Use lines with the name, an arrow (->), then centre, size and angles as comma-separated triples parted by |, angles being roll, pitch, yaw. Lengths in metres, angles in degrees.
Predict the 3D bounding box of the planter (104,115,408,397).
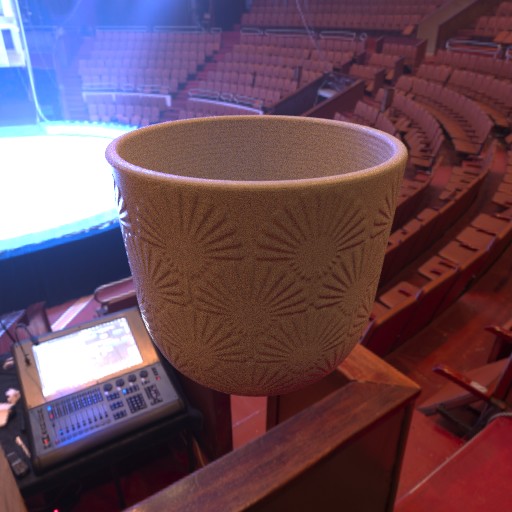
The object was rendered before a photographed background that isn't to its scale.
planter -> 0.000, 0.000, 0.292 | 0.170, 0.152, 0.170 | 0, 27, 0
